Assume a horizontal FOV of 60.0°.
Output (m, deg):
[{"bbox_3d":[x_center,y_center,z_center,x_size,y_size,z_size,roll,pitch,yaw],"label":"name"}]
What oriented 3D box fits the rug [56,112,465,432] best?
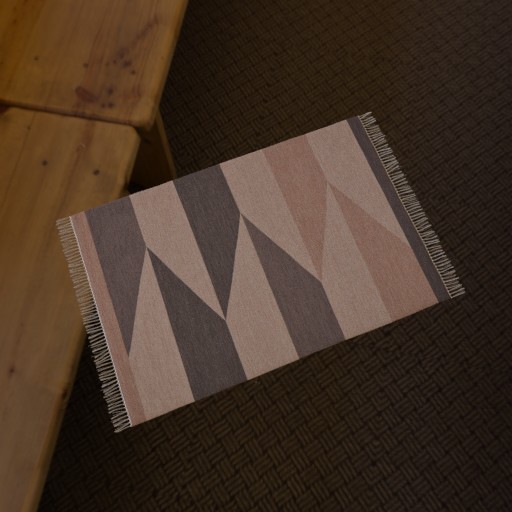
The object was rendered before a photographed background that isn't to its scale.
[{"bbox_3d":[0.000,0.000,2.492,2.021,0.027,1.224,-20,75,-6],"label":"rug"}]
